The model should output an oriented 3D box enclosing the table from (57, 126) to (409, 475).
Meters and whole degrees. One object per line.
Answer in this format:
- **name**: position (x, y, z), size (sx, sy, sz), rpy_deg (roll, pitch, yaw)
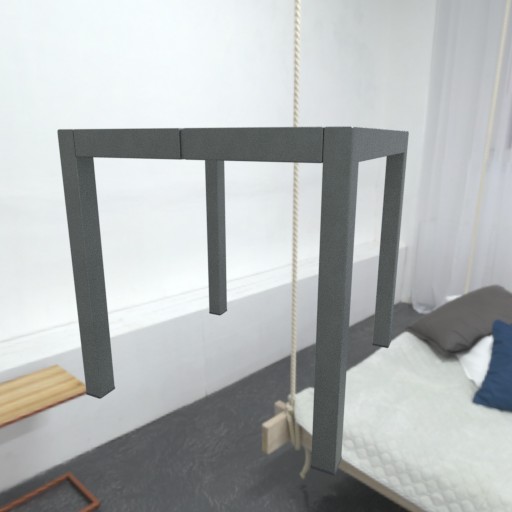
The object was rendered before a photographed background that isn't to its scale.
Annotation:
- **table**: position (0.000, 0.000, 0.931), size (0.508, 0.508, 0.508), rpy_deg (7, 17, 25)
